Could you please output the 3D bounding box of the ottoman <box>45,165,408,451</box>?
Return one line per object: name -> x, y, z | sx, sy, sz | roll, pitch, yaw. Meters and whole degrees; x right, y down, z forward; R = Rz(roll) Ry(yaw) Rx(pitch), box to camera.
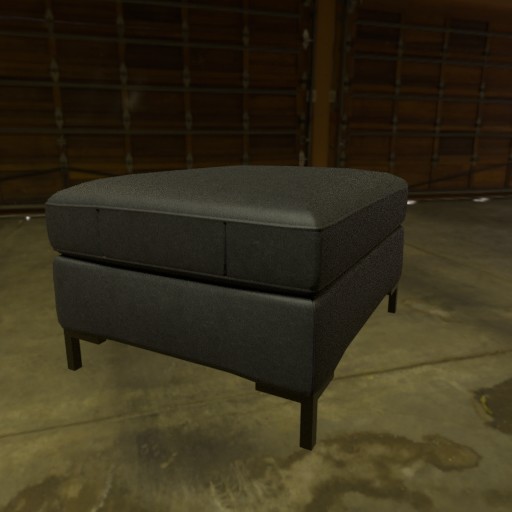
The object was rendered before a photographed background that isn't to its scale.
ottoman -> 0.000, 0.000, 1.784 | 0.967, 0.696, 1.187 | 8, 16, 27
